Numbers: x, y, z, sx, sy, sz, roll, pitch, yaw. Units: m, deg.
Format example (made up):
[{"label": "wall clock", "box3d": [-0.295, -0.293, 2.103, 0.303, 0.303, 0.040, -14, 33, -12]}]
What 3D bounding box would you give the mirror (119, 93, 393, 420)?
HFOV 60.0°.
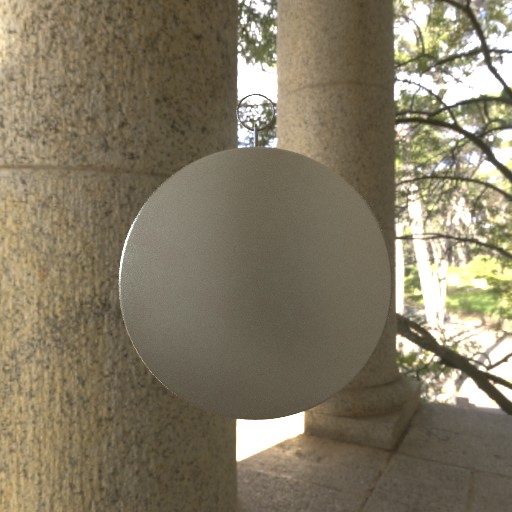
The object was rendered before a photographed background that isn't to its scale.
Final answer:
[{"label": "mirror", "box3d": [0.000, 0.000, 0.971, 0.594, 0.713, 0.020, 0, 0, 0]}]
